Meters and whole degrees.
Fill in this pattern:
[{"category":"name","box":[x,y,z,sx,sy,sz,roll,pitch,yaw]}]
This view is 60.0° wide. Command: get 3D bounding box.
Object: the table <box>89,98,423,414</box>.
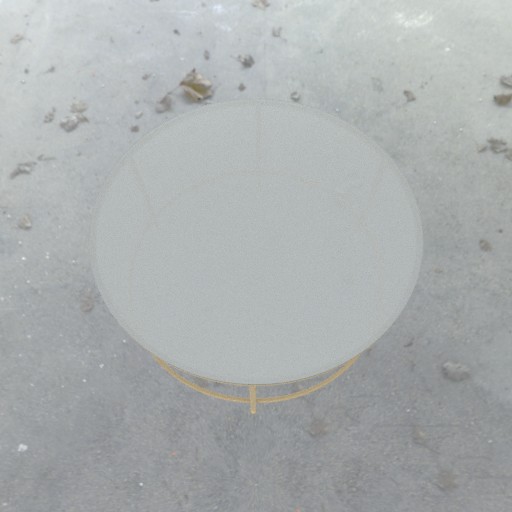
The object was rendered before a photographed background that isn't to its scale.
[{"category":"table","box":[0.000,0.000,1.437,0.914,0.470,0.914,0,63,0]}]
